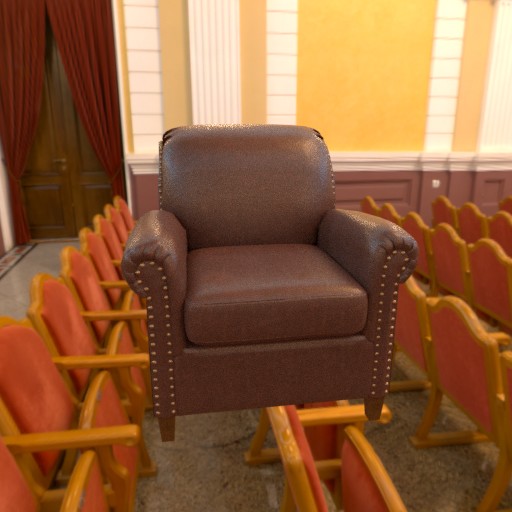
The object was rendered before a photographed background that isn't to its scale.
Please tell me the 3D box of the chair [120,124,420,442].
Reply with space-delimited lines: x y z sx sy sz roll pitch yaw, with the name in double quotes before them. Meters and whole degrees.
"chair" 0.000 0.000 1.625 0.854 0.927 0.890 -3 17 -8
